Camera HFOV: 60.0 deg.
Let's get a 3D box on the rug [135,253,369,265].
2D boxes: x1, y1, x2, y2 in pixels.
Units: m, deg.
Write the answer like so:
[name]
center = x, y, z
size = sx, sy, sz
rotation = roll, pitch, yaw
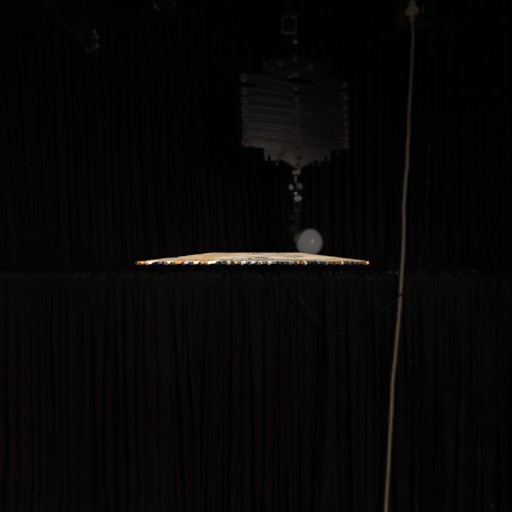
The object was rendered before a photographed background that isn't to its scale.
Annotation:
[rug]
center = 0.000, 0.000, 2.648
size = 0.783, 0.010, 2.437
rotation = 0, 1, 0
